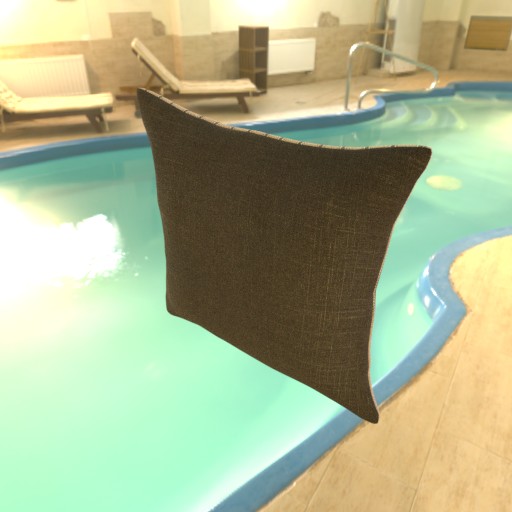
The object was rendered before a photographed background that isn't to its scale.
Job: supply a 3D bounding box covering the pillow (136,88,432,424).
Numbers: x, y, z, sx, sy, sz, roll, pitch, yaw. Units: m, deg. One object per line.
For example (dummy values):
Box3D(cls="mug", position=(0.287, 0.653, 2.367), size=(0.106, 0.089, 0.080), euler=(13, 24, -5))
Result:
Box3D(cls="pillow", position=(0.000, 0.000, 0.686), size=(0.468, 0.444, 0.138), euler=(22, 38, 31))
